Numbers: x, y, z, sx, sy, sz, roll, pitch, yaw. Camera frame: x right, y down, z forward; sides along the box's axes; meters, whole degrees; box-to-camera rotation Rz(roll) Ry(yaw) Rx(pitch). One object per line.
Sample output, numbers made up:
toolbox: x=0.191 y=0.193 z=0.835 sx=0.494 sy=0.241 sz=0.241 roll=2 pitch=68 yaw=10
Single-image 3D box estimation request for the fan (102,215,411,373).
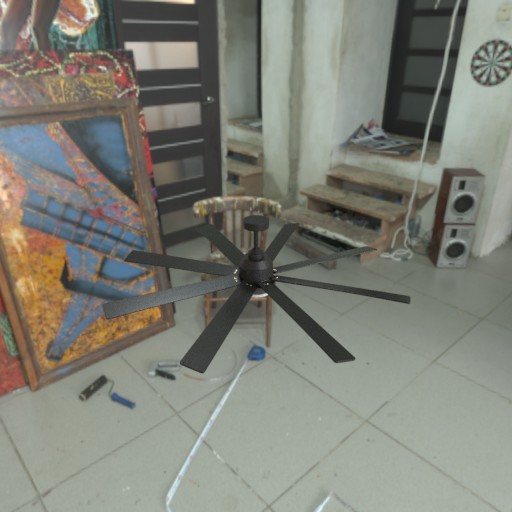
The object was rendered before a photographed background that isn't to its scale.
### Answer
fan: x=0.000 y=0.000 z=2.695 sx=1.830 sy=0.472 sz=1.830 roll=8 pitch=27 yaw=17
